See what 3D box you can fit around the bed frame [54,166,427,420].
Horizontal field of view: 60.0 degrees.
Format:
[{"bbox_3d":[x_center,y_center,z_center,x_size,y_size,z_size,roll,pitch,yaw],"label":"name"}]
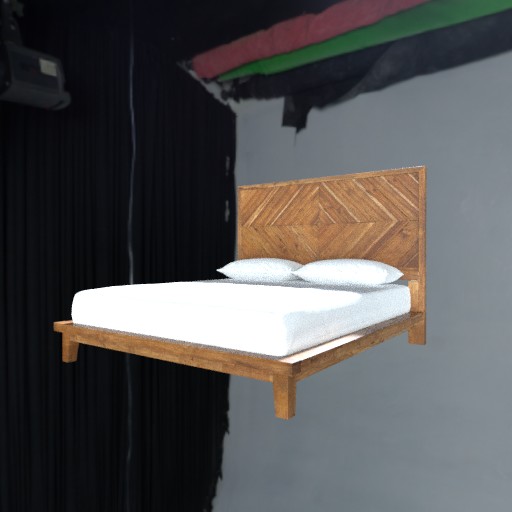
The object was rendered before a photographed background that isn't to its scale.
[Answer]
[{"bbox_3d":[0.000,0.000,3.545,2.038,1.537,2.235,0,1,36],"label":"bed frame"}]
